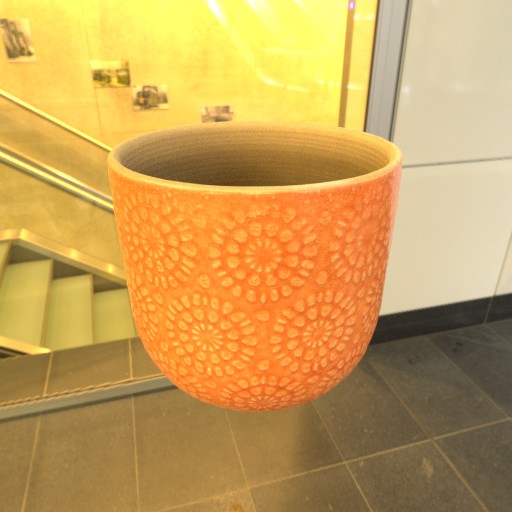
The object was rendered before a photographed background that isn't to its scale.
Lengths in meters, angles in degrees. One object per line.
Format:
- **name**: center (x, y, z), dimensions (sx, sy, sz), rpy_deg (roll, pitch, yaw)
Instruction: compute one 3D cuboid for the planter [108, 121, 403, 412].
- **planter**: center (0.000, 0.000, 0.291), dimensions (0.170, 0.152, 0.170), rpy_deg (0, 27, 0)
